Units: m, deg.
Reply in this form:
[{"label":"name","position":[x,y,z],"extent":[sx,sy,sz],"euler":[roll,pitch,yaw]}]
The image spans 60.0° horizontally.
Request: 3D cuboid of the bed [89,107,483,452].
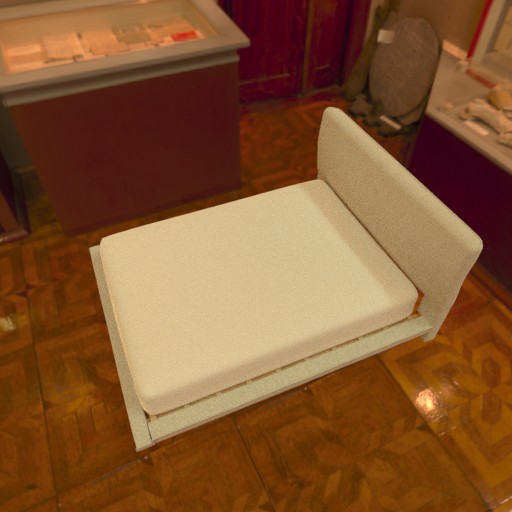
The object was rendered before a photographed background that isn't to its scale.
[{"label":"bed","position":[0.000,0.000,3.338],"extent":[2.368,1.067,1.840],"euler":[-17,50,-15]}]
